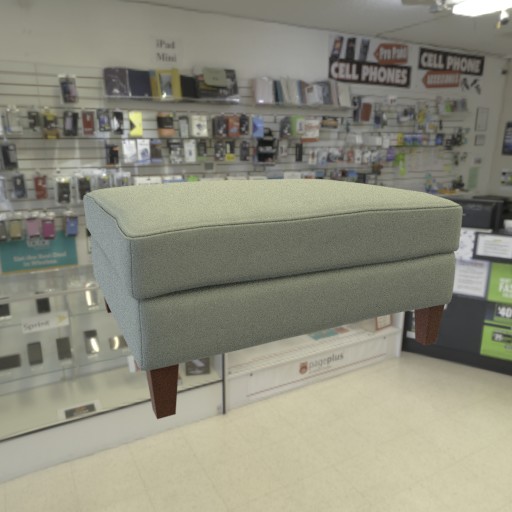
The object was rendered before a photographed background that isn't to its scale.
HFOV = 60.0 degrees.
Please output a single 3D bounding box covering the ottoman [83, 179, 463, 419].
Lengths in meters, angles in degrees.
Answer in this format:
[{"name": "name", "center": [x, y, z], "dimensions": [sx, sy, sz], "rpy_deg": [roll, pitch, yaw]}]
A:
[{"name": "ottoman", "center": [0.000, 0.000, 1.488], "dimensions": [0.991, 0.494, 0.842], "rpy_deg": [-7, 16, -26]}]
